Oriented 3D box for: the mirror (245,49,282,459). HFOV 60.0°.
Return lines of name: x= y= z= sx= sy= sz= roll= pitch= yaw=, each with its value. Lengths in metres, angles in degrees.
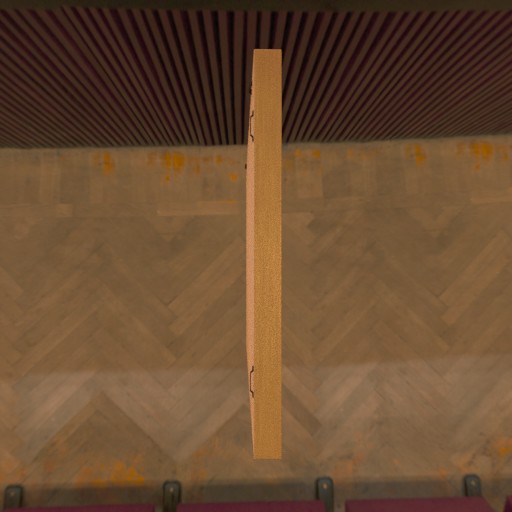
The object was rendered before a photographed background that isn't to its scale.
mirror: x=0.000 y=0.000 z=0.903 sx=0.039 sy=0.710 sz=0.507 roll=0 pitch=89 yaw=-2
